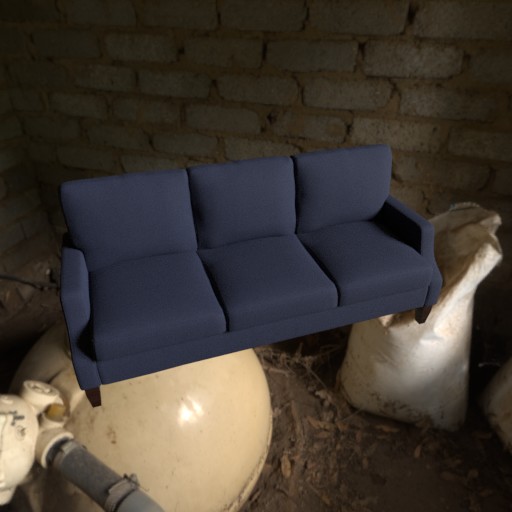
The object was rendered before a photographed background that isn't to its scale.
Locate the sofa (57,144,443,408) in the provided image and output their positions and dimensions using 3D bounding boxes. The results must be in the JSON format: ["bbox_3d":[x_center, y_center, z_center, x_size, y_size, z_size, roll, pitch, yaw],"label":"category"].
[{"bbox_3d":[0.000,0.000,2.618,2.115,0.984,0.888,-10,34,-16],"label":"sofa"}]
